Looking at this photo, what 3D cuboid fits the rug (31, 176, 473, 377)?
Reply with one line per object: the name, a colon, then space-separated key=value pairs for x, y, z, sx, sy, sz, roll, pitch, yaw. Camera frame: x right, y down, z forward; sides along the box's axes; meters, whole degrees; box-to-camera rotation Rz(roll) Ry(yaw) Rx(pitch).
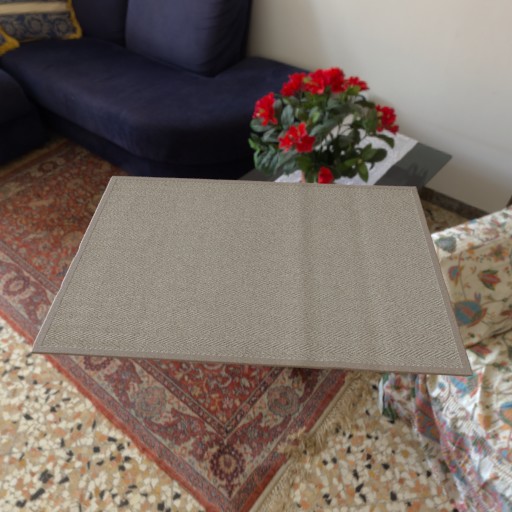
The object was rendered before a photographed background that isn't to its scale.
rug: x=0.000 y=0.000 z=2.806 sx=2.290 sy=0.021 sz=1.540 roll=2 pitch=47 yaw=2
